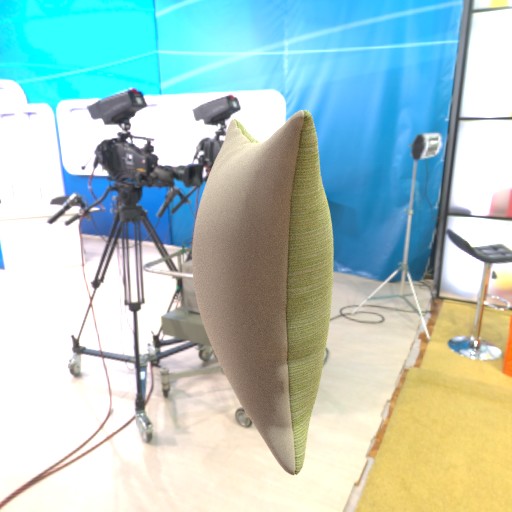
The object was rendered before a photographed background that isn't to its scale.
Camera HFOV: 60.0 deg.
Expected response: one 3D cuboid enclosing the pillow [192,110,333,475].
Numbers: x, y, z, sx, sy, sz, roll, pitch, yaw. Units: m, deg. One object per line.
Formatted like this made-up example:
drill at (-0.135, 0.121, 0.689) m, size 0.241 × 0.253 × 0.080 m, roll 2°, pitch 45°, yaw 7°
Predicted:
pillow at (0.000, 0.000, 0.802) m, size 0.229 × 0.487 × 0.560 m, roll -3°, pitch 16°, yaw -11°
